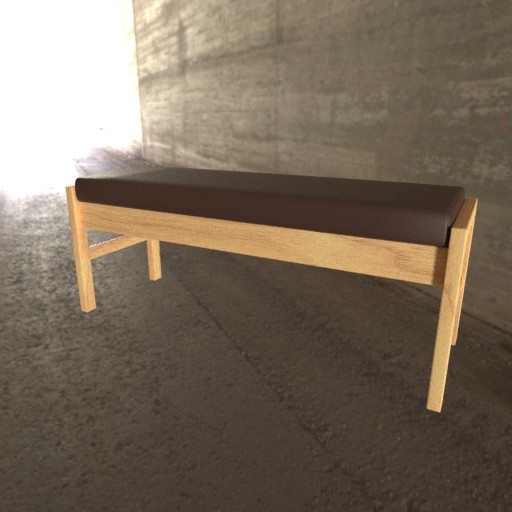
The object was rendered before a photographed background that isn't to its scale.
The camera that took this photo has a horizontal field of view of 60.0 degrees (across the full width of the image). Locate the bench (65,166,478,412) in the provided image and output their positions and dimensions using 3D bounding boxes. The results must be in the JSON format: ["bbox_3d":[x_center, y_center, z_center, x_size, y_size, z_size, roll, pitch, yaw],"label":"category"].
[{"bbox_3d":[0.000,0.000,1.410,1.200,0.480,0.405,9,20,27],"label":"bench"}]
